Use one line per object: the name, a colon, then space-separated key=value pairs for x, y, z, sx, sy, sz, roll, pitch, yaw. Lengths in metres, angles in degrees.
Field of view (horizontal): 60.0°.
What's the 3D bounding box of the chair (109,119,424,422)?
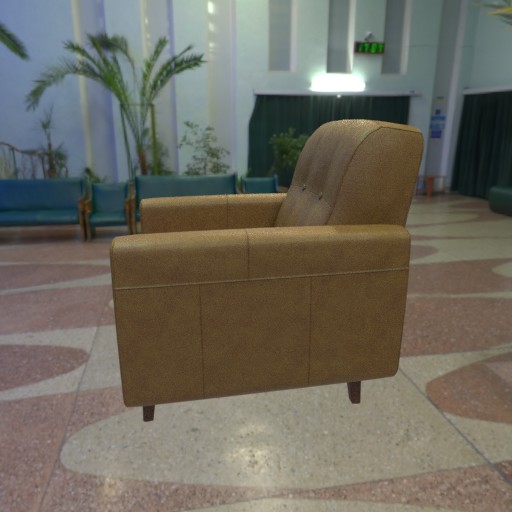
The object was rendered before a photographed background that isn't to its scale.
chair: x=0.000 y=0.000 z=1.643 sx=0.942 sy=0.968 sz=0.845 roll=-2 pitch=16 yaw=-8
